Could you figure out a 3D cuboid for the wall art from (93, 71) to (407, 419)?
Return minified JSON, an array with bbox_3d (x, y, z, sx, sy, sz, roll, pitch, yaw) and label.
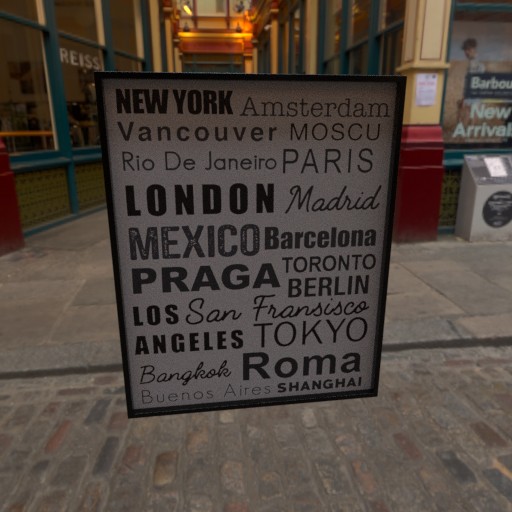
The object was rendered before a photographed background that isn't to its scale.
[{"bbox_3d":[0.000,0.000,0.725,0.448,0.551,0.038,-2,17,-8],"label":"wall art"}]
